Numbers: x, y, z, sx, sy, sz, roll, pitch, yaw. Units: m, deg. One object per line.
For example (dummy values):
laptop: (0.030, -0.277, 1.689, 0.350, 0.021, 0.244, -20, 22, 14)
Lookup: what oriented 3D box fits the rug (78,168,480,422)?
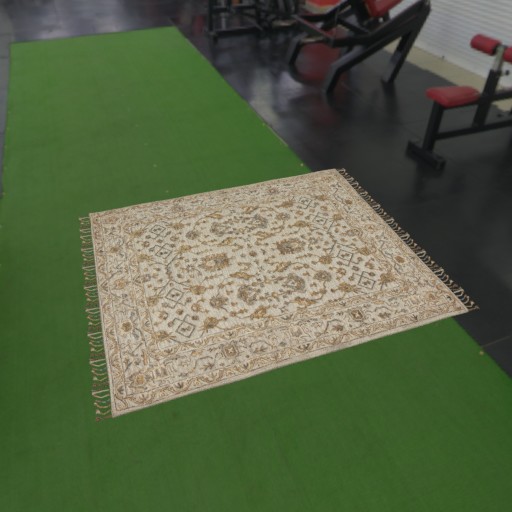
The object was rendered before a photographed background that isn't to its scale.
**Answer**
rug: (0.000, 0.000, 4.101, 3.061, 0.034, 2.426, -13, 42, -14)
